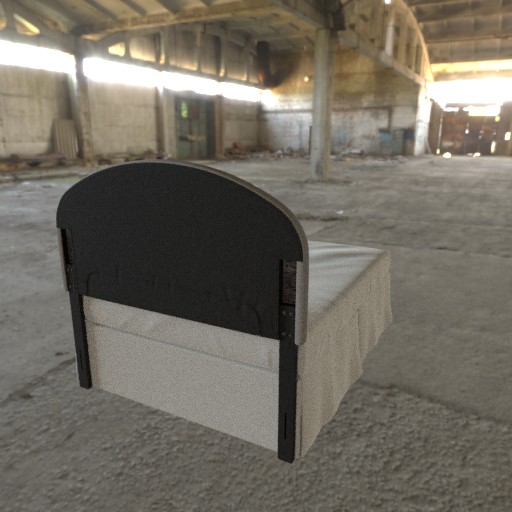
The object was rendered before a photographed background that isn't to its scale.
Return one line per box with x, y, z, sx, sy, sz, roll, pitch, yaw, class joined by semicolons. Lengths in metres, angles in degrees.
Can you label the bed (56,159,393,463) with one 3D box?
0.000;0.000;3.110;1.607;1.410;2.005;8;17;27;bed
